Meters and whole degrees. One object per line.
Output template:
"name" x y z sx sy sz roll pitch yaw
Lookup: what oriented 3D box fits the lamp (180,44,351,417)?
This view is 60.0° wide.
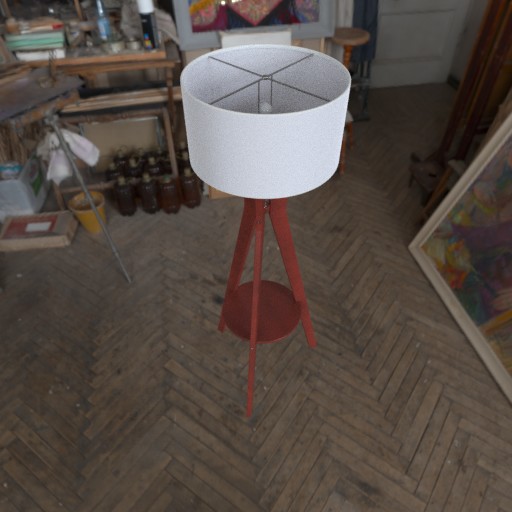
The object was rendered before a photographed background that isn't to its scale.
"lamp" 0.000 0.000 1.771 0.542 1.472 0.539 32 53 28
